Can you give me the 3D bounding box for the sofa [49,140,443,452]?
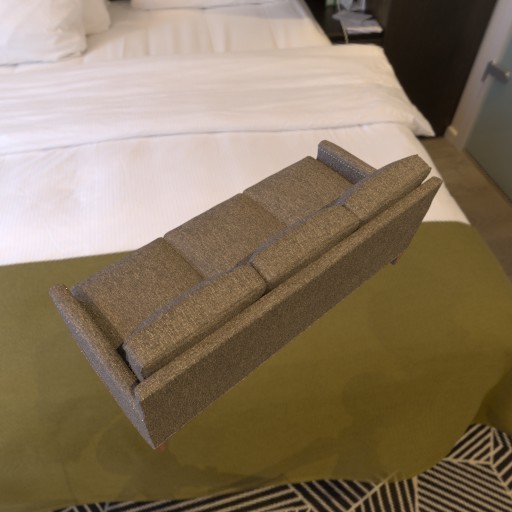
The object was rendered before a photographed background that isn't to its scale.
[{"bbox_3d":[0.000,0.000,2.786,2.246,1.003,1.084,-33,56,-26],"label":"sofa"}]
